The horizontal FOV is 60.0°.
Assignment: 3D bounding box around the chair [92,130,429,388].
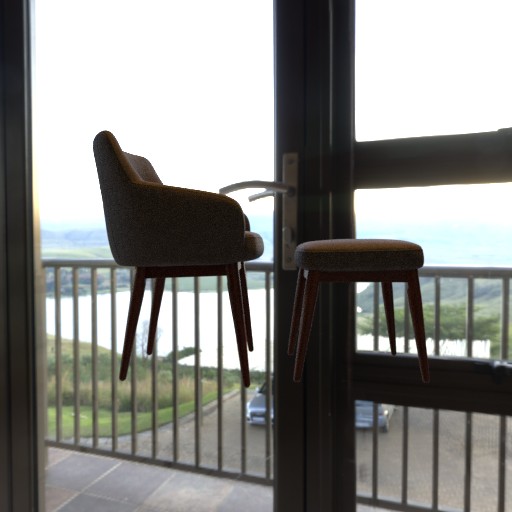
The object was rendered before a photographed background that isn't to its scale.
[{"bbox_3d":[0.000,0.000,1.582,1.107,0.799,0.584,0,1,1],"label":"chair"}]
